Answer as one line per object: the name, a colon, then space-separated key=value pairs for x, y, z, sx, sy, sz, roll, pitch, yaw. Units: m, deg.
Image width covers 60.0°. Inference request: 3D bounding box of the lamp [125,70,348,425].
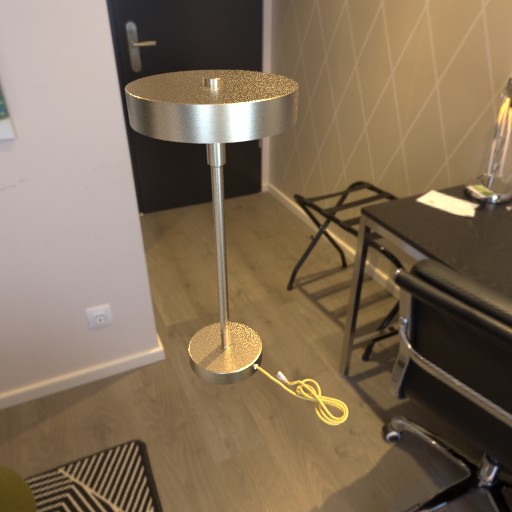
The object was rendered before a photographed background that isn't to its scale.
lamp: x=0.000 y=0.000 z=0.688 sx=0.369 sy=0.508 sz=0.229 roll=20 pitch=37 yaw=29
